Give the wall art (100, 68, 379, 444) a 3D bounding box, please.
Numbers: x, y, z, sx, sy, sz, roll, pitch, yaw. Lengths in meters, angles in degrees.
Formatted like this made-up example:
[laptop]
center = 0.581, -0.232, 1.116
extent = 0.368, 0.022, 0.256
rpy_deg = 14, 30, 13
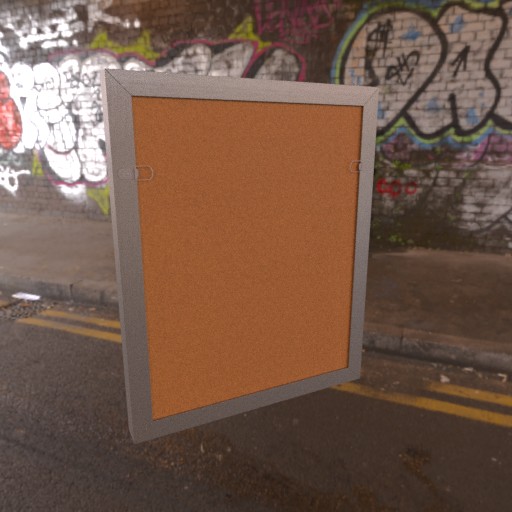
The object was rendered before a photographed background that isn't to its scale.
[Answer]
[wall art]
center = 0.000, 0.000, 0.511
extent = 0.308, 0.379, 0.030
rpy_deg = -7, 16, -26
